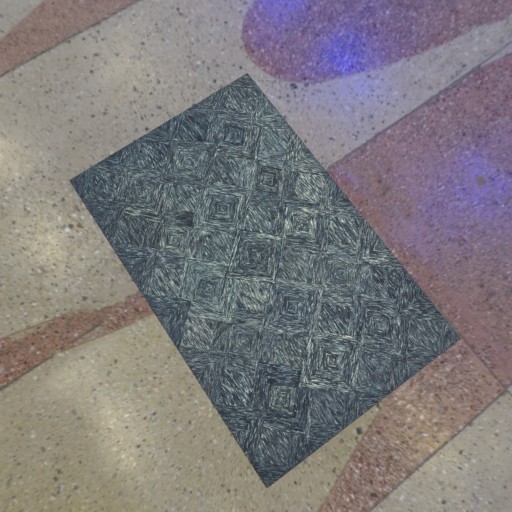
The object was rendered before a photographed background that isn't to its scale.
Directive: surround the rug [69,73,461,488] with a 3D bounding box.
[{"bbox_3d":[0.000,0.000,2.886,1.478,0.017,2.330,-34,78,-8],"label":"rug"}]
